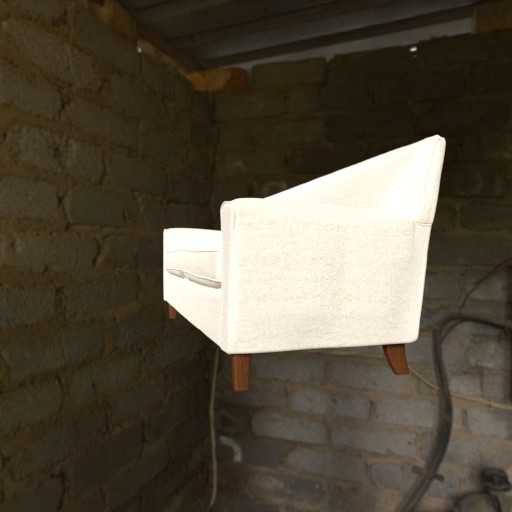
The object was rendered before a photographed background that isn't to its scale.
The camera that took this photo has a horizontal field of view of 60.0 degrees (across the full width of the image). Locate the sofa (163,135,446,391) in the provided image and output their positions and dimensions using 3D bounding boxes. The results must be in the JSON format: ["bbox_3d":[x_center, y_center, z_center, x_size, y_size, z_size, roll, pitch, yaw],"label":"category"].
[{"bbox_3d":[0.000,0.000,2.455,0.841,0.907,2.001,0,0,-18],"label":"sofa"}]
